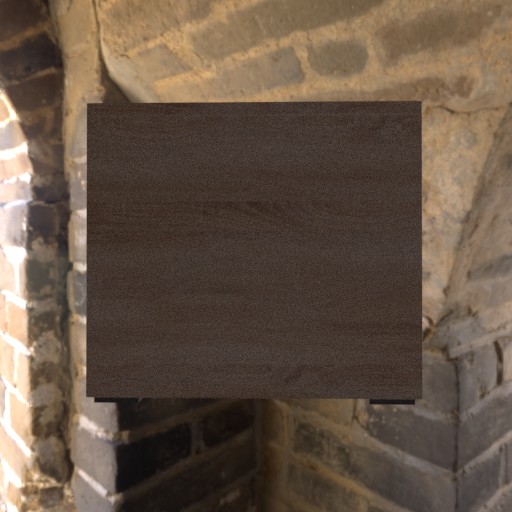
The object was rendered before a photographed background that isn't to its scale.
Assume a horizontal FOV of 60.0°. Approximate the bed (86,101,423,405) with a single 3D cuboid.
[{"bbox_3d":[0.000,0.000,0.806,0.460,0.420,0.401,0,0,1],"label":"bed"}]
